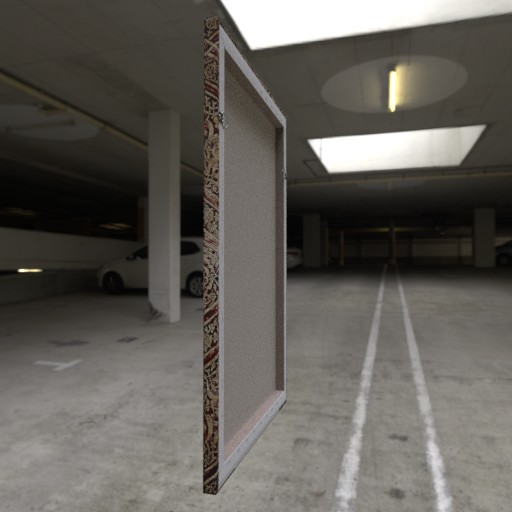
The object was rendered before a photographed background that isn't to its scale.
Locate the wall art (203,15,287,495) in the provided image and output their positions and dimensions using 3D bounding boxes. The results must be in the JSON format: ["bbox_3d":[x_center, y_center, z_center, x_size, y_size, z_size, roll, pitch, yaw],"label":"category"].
[{"bbox_3d":[0.000,0.000,1.125,0.030,0.904,0.599,0,-1,17],"label":"wall art"}]
